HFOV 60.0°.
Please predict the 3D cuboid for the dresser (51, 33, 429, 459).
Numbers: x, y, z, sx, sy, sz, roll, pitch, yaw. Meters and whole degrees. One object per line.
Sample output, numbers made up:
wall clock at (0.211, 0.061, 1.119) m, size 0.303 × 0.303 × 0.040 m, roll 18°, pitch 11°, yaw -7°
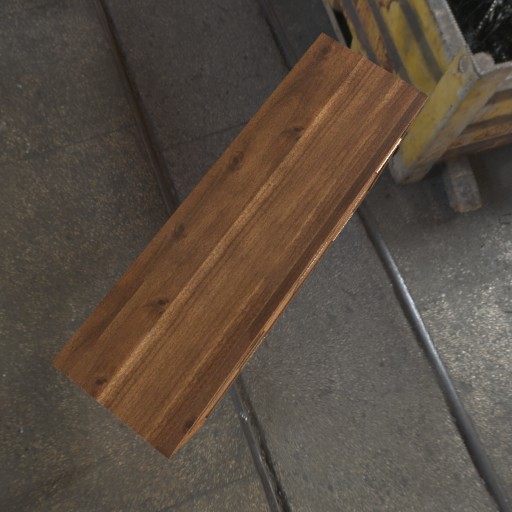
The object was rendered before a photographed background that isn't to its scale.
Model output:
dresser at (0.000, 0.000, 1.803) m, size 0.438 × 0.892 × 1.387 m, roll 35°, pitch 78°, yaw 9°
